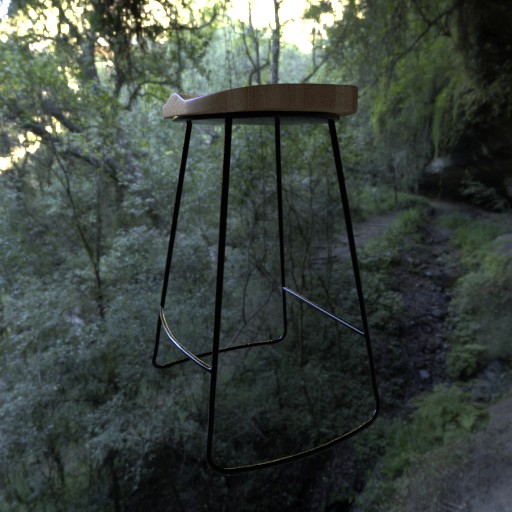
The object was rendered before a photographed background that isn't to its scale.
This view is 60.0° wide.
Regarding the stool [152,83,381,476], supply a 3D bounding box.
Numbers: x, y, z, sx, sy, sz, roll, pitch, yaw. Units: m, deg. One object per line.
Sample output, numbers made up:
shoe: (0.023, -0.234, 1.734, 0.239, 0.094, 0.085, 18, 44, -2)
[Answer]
stool: (0.000, 0.000, 0.965, 0.401, 0.679, 0.480, -7, 16, -26)
